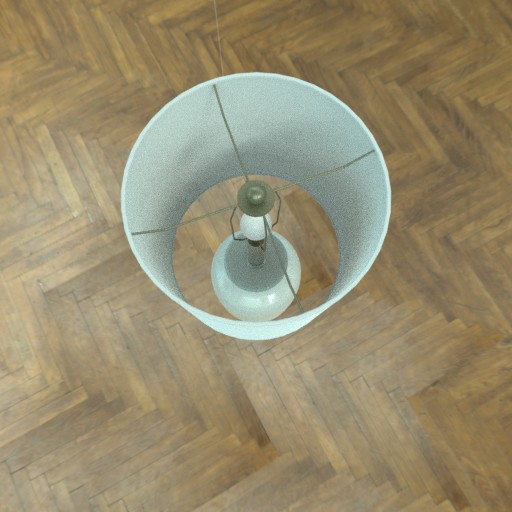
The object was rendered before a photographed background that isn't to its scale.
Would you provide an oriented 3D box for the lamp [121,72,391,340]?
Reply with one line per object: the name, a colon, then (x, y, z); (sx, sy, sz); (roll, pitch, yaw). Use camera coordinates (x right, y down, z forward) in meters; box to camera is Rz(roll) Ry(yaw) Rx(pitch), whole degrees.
lamp: (0.000, 0.000, 0.498); (0.188, 0.392, 0.188); (18, 77, 4)
